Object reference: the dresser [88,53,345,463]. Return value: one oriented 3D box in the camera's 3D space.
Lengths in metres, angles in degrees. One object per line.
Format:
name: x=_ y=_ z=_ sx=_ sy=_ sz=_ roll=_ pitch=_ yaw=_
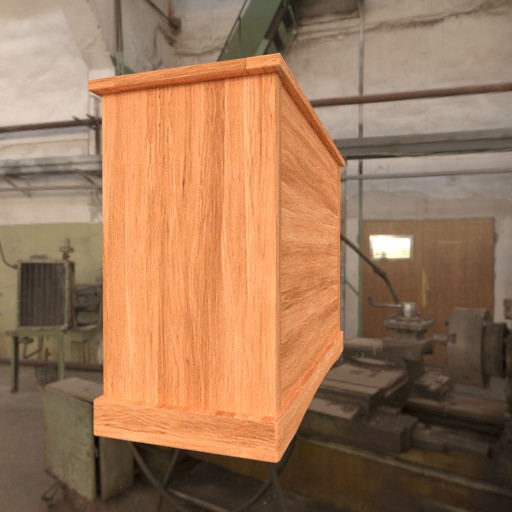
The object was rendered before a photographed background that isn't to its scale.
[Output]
dresser: x=0.000 y=0.000 z=1.325 sx=0.410 sy=0.740 sz=0.990 roll=0 pitch=1 yaw=18
